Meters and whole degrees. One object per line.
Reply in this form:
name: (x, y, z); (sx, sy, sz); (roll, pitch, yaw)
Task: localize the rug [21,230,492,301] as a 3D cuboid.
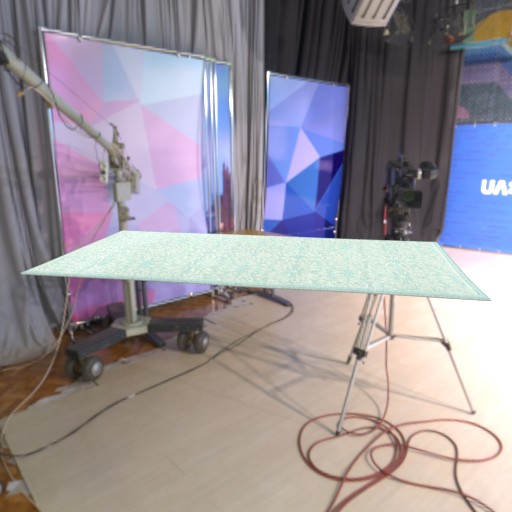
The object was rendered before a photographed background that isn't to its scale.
rug: (0.000, 0.000, 1.412); (1.219, 0.007, 0.604); (3, 15, 10)
